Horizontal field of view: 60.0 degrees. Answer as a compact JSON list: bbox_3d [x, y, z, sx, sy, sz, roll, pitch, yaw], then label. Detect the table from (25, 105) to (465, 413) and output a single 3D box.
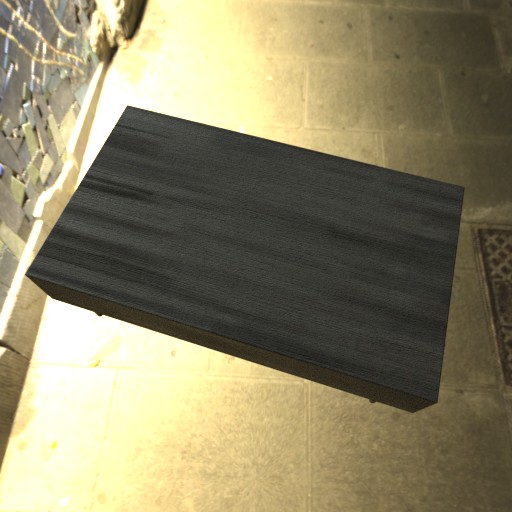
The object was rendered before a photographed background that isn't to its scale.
[{"bbox_3d":[0.000,0.000,1.394,1.088,0.347,0.643,16,64,8],"label":"table"}]
